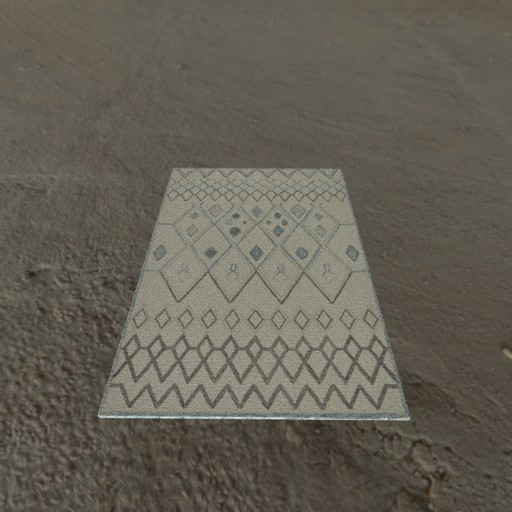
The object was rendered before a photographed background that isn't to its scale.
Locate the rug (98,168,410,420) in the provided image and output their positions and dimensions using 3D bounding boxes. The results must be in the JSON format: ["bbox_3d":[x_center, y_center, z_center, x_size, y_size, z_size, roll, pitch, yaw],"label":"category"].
[{"bbox_3d":[0.000,0.000,3.084,1.524,0.015,2.439,0,40,0],"label":"rug"}]
